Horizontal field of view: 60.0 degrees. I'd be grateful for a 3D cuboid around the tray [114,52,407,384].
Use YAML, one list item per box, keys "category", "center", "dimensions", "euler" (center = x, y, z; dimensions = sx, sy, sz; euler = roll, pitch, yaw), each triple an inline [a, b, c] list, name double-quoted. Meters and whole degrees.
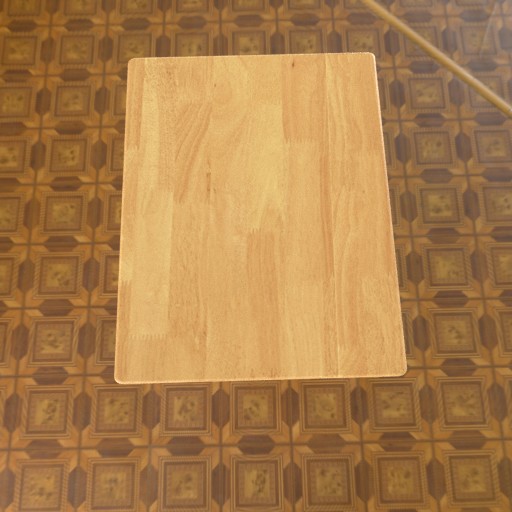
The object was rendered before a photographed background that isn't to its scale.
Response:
- category: "tray"
  center: [0.000, 0.000, 0.947]
  dimensions: [0.381, 0.660, 0.483]
  euler: [-2, 77, 0]
